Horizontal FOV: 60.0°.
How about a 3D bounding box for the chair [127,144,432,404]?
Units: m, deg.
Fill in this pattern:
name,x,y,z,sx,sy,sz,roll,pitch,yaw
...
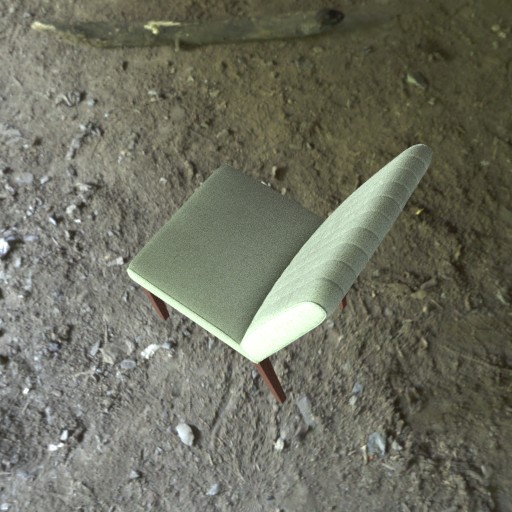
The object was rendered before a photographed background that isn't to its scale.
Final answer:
name,x,y,z,sx,sy,sz,roll,pitch,yaw
chair,0.000,0.000,1.255,0.594,0.900,0.480,32,66,16
